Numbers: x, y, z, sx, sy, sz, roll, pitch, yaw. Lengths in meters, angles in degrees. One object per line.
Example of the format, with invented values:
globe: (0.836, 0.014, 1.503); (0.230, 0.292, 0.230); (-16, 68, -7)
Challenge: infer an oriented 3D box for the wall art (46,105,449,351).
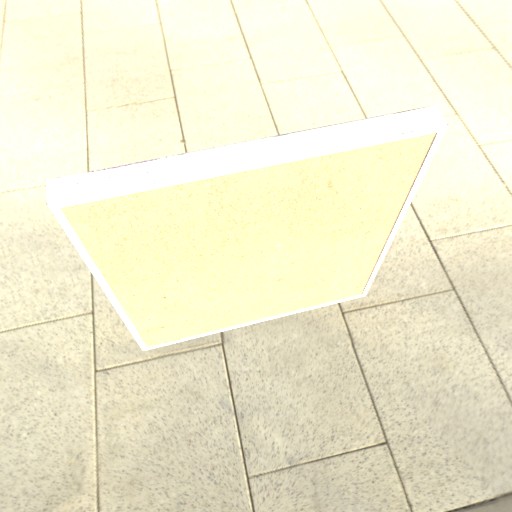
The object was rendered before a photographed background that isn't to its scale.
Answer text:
wall art: (0.000, 0.000, 0.769); (0.508, 0.508, 0.038); (-13, 60, -8)
